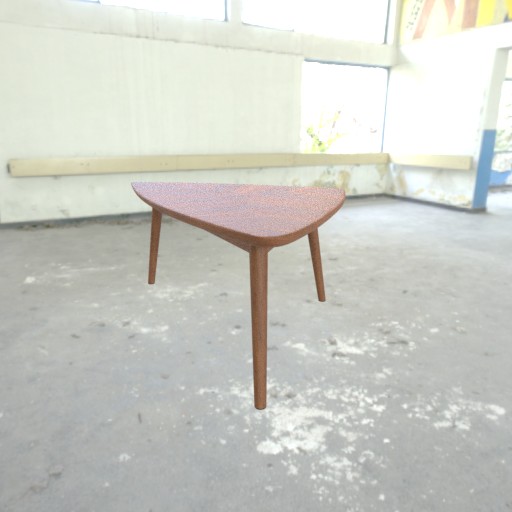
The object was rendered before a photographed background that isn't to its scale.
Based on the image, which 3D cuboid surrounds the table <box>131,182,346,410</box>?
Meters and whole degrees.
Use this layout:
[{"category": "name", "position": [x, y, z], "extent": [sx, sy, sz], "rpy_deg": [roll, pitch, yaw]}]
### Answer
[{"category": "table", "position": [0.000, 0.000, 1.306], "extent": [0.601, 0.365, 1.008], "rpy_deg": [-8, 17, -26]}]
